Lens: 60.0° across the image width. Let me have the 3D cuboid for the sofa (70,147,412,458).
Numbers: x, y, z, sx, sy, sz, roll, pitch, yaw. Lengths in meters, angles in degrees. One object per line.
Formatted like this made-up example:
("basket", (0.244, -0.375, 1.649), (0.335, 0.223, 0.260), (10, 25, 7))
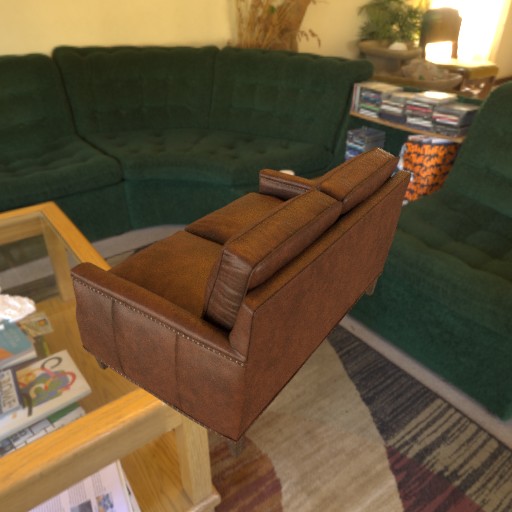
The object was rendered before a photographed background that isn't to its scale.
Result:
("sofa", (0.000, 0.000, 2.372), (1.083, 1.003, 1.628), (20, 37, 30))
